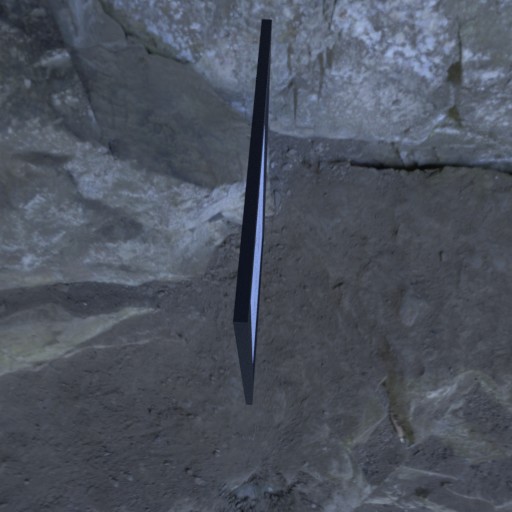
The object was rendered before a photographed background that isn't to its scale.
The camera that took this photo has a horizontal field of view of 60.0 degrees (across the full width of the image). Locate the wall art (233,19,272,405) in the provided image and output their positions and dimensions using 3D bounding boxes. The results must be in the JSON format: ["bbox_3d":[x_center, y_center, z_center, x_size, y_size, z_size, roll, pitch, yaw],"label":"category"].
[{"bbox_3d":[0.000,0.000,0.694,0.013,0.534,0.381,4,64,2],"label":"wall art"}]
